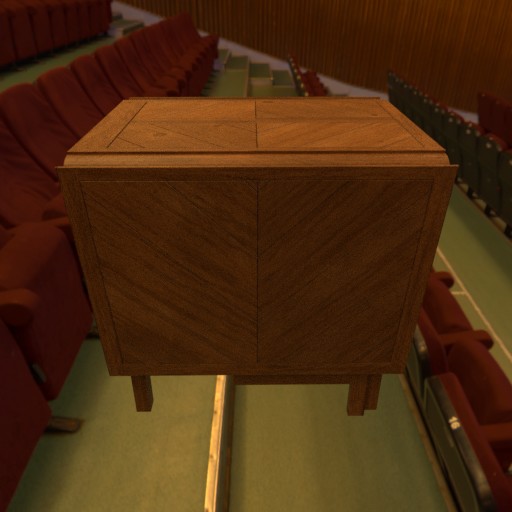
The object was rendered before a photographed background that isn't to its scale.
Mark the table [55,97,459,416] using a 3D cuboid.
[{"bbox_3d":[0.000,0.000,1.264,0.746,0.763,0.591,0,32,-1],"label":"table"}]
